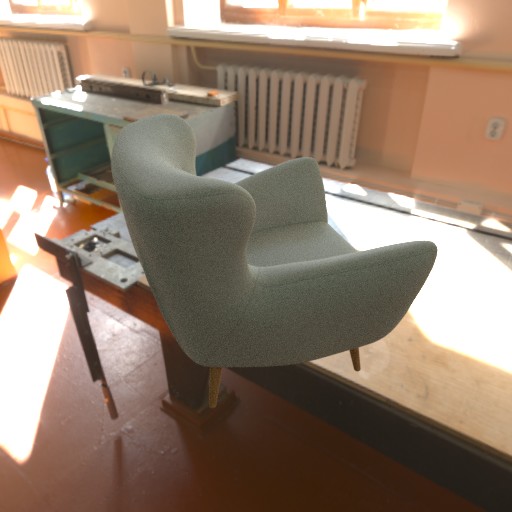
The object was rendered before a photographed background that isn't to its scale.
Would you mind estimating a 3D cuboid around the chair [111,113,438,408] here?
[{"bbox_3d":[0.000,0.000,1.608,0.889,0.889,0.890,-10,32,-17],"label":"chair"}]
